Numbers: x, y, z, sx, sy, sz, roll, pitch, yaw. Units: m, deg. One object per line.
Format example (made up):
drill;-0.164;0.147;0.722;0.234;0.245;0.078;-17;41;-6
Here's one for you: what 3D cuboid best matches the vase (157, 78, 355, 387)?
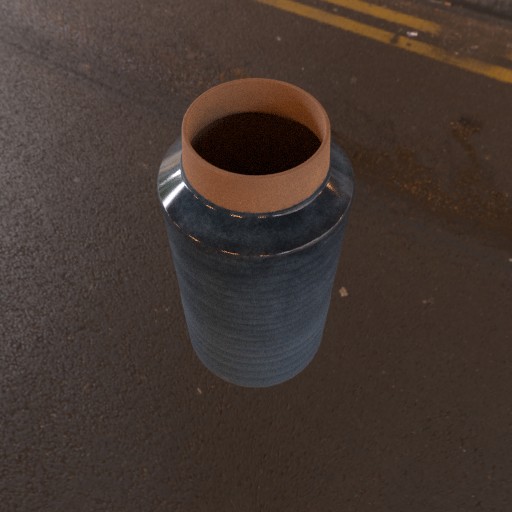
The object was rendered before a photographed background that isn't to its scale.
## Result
vase;0.000;0.000;0.419;0.163;0.316;0.163;0;57;0
